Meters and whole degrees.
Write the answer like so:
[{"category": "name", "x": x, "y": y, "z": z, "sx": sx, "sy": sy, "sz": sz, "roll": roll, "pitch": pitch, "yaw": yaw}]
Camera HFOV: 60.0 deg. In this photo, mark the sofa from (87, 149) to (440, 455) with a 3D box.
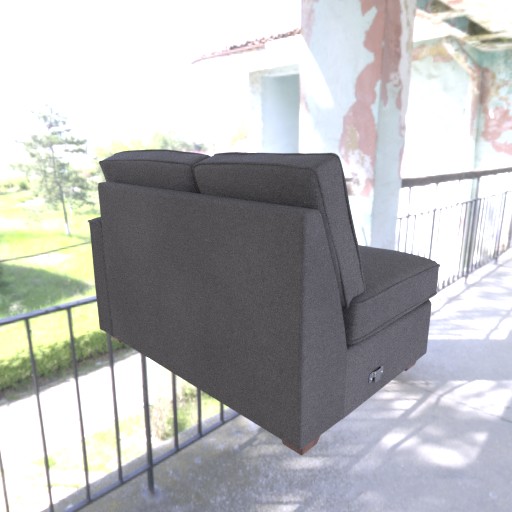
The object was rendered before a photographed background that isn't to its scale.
[{"category": "sofa", "x": 0.000, "y": 0.000, "z": 2.088, "sx": 1.388, "sy": 0.989, "sz": 0.991, "roll": 14, "pitch": 20, "yaw": 43}]
